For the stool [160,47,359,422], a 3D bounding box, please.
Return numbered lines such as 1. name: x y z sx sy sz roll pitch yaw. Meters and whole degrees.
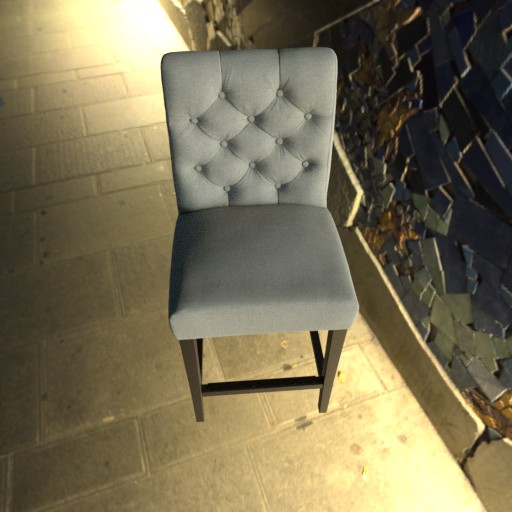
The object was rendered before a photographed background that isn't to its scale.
1. stool: 0.000 0.000 1.364 0.493 1.040 0.601 -3 47 -3
